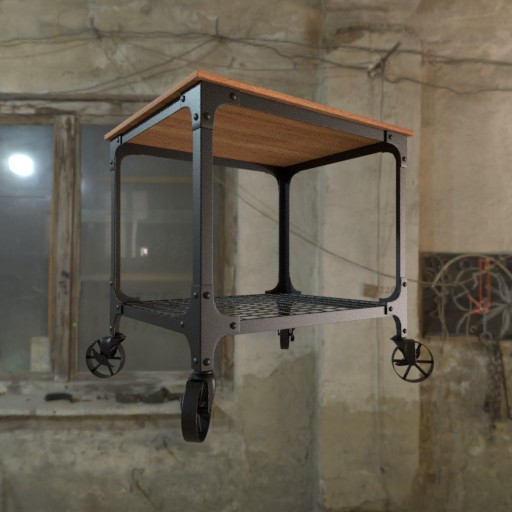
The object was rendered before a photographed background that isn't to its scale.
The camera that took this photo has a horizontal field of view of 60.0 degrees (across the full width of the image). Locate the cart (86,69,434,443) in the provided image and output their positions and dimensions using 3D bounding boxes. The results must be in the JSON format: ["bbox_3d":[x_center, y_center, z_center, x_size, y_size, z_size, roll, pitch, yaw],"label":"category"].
[{"bbox_3d":[0.000,0.000,1.086,0.666,0.603,0.558,0,0,-36],"label":"cart"}]
